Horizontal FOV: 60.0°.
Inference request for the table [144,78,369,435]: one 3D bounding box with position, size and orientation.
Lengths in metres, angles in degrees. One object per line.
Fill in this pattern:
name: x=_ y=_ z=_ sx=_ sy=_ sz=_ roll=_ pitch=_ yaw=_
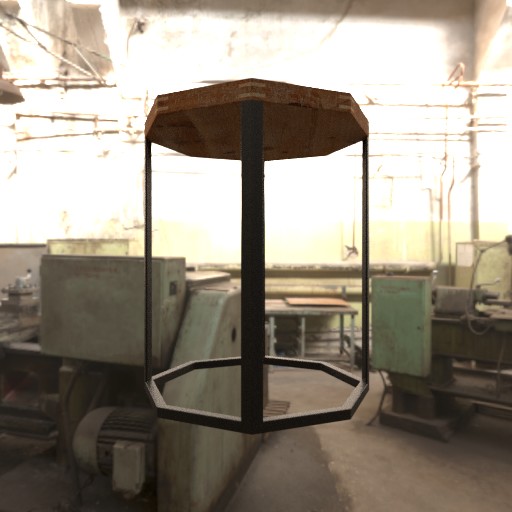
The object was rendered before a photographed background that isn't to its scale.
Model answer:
table: x=0.000 y=0.000 z=0.902 sx=0.458 sy=0.543 sz=0.458 roll=0 pitch=0 yaw=2
